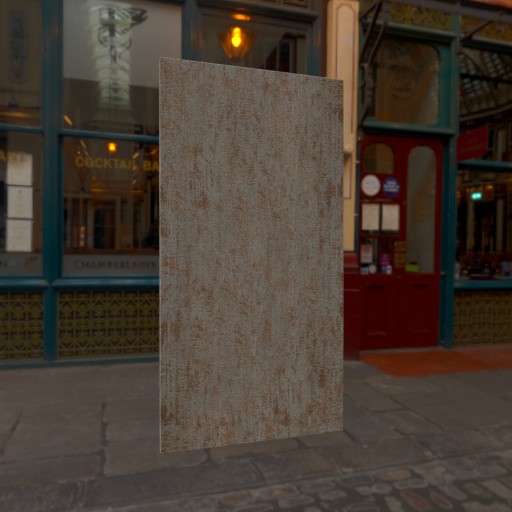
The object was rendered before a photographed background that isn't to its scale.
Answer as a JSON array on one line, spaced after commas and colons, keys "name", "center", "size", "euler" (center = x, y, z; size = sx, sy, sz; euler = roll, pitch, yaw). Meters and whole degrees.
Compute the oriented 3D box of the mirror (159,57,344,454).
[{"name": "mirror", "center": [0.000, 0.000, 1.109], "size": [0.472, 0.922, 0.027], "euler": [0, 0, -17]}]
